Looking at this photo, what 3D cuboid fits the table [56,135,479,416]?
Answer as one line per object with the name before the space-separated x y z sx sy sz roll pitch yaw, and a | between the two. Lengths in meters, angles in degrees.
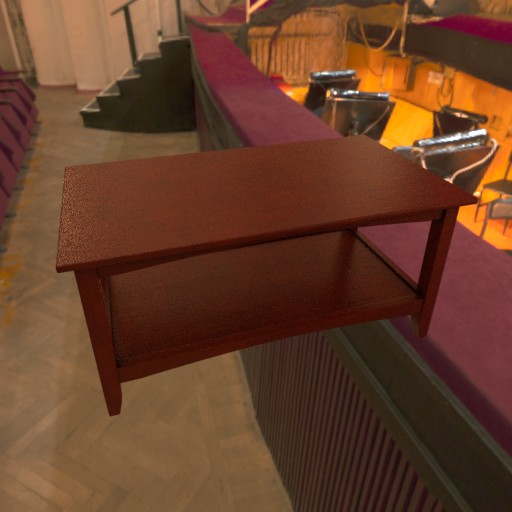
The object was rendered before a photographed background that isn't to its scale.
table | 0.000 0.000 1.263 0.943 0.456 0.533 -10 33 -15
